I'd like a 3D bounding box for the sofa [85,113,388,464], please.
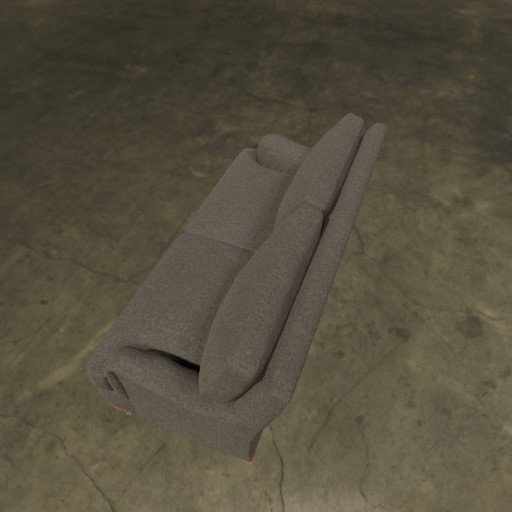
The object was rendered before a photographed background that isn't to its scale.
[{"bbox_3d":[0.000,0.000,2.760,1.087,1.054,2.160,16,49,15],"label":"sofa"}]
